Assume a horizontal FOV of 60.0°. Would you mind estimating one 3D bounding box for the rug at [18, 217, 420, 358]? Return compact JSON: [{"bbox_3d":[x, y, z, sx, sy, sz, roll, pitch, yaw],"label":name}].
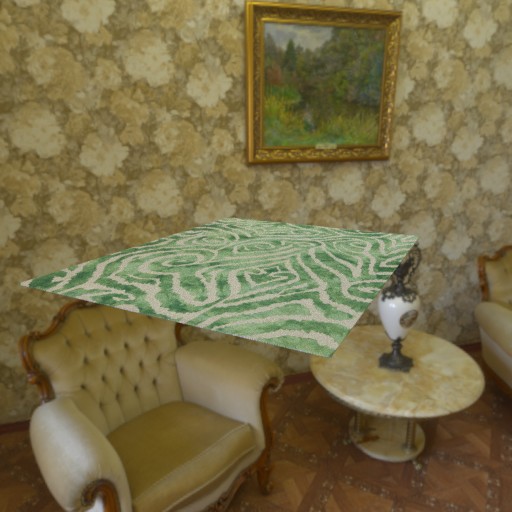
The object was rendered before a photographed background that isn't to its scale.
[{"bbox_3d":[0.000,0.000,4.076,2.436,0.007,3.045,8,17,27],"label":"rug"}]
